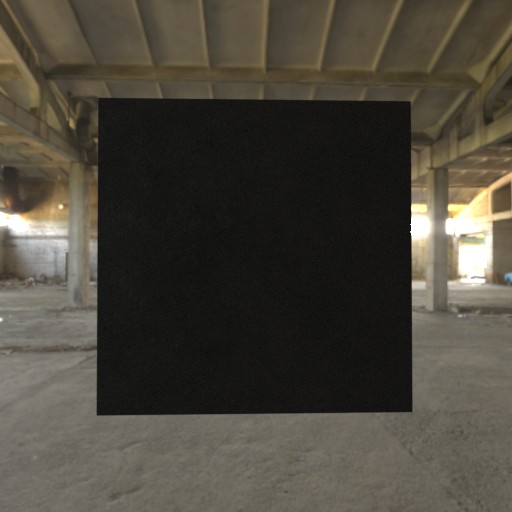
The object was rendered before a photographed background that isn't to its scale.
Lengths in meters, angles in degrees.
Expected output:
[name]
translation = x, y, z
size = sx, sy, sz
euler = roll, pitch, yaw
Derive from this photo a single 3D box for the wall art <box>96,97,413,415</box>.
[wall art]
translation = 0.000, 0.000, 1.099
size = 0.765, 0.765, 0.046
euler = 0, -1, -2
